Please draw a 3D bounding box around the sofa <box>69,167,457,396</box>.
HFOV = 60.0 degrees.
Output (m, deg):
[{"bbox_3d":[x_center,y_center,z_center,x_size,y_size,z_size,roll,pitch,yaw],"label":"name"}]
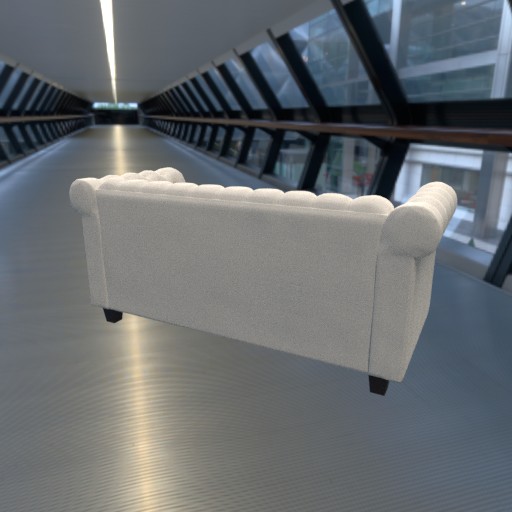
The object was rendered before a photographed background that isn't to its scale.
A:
[{"bbox_3d":[0.000,0.000,2.297,1.798,0.796,0.771,8,18,27],"label":"sofa"}]
